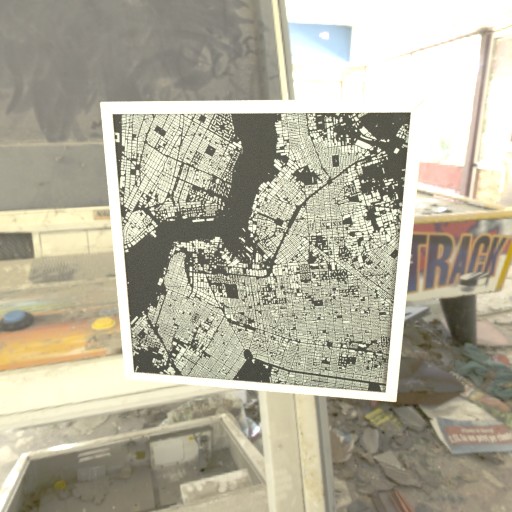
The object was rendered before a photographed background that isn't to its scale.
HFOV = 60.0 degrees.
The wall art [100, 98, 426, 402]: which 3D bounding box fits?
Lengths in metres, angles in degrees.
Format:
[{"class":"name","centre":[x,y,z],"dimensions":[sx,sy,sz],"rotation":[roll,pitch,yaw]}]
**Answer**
[{"class":"wall art","centre":[0.000,0.000,1.152],"dimensions":[0.761,0.762,0.050],"rotation":[2,16,8]}]
